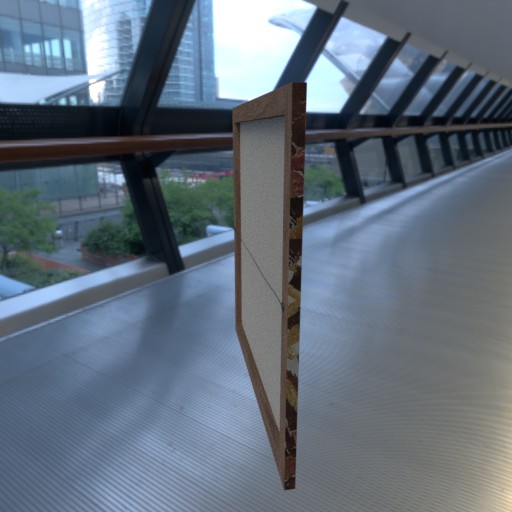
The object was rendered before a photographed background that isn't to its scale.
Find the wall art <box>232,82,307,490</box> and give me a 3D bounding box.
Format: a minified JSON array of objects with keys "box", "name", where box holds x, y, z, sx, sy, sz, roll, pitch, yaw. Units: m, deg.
[{"box":[0.000,0.000,1.141,0.028,0.762,0.757,-3,16,-10],"name":"wall art"}]
